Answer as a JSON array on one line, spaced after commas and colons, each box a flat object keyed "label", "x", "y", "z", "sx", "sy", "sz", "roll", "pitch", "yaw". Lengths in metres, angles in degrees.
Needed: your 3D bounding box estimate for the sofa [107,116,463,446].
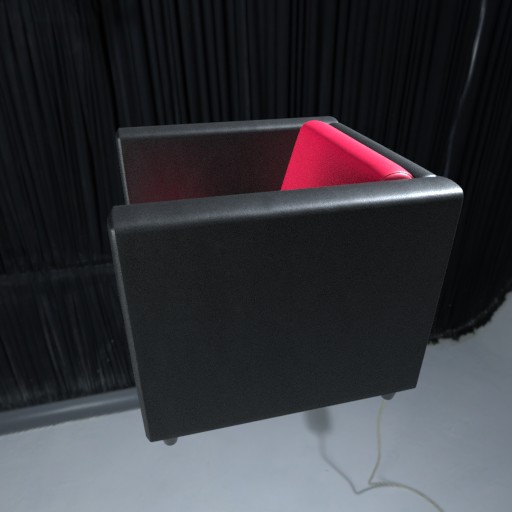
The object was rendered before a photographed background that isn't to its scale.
[{"label": "sofa", "x": 0.000, "y": 0.000, "z": 1.451, "sx": 0.809, "sy": 0.724, "sz": 0.839, "roll": -7, "pitch": 30, "yaw": -12}]
